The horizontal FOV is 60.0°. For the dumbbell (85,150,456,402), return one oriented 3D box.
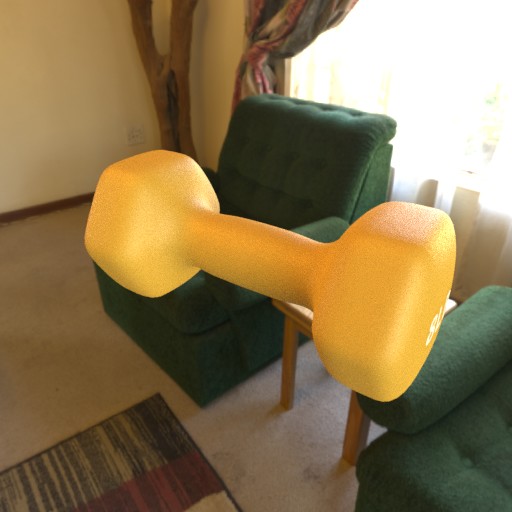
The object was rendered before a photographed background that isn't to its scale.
[{"bbox_3d":[0.000,0.000,0.235,0.190,0.082,0.090,19,34,29],"label":"dumbbell"}]
